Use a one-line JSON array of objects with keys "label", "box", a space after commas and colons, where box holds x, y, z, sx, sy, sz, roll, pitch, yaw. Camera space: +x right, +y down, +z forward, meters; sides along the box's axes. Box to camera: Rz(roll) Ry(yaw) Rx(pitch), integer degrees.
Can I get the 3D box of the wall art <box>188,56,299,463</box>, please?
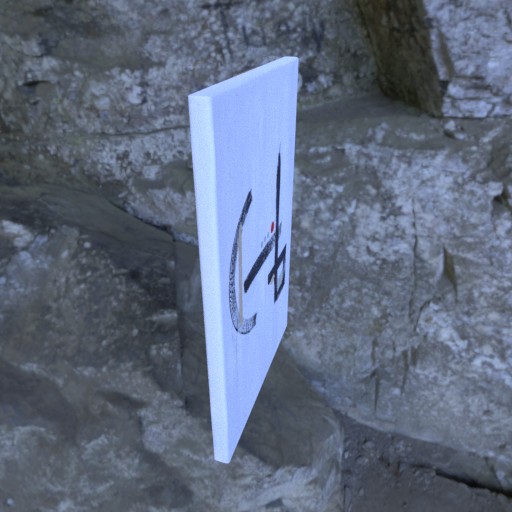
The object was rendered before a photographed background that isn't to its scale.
[{"label": "wall art", "box": [0.000, 0.000, 1.180, 0.048, 0.916, 0.602, 9, 31, 16]}]
